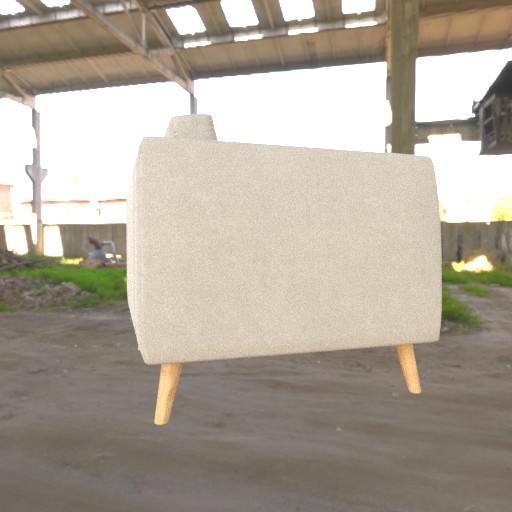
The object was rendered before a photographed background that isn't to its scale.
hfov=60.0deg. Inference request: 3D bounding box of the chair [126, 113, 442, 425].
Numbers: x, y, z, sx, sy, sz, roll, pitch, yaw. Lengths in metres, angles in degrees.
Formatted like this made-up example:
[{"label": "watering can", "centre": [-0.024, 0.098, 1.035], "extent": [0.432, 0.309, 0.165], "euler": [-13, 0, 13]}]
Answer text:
[{"label": "chair", "centre": [0.000, 0.000, 1.701], "extent": [0.930, 0.860, 1.000], "euler": [0, 2, -18]}]
